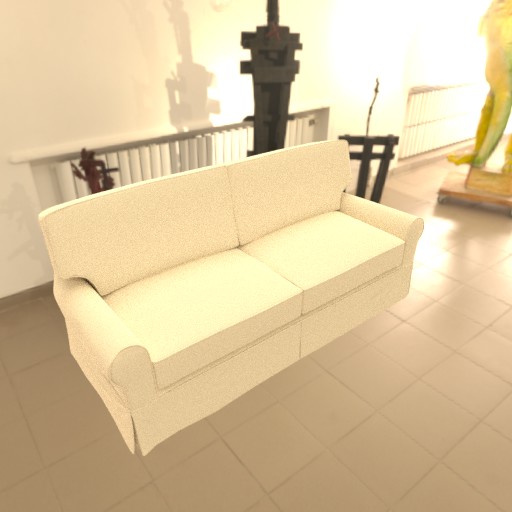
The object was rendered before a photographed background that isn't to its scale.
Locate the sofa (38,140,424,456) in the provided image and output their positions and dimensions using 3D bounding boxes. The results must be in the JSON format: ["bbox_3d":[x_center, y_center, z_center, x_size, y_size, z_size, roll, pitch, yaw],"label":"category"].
[{"bbox_3d":[0.000,0.000,2.474,2.021,0.937,0.862,-21,36,-32],"label":"sofa"}]
